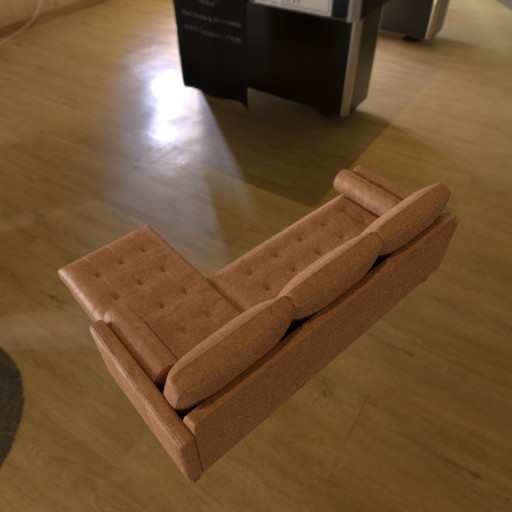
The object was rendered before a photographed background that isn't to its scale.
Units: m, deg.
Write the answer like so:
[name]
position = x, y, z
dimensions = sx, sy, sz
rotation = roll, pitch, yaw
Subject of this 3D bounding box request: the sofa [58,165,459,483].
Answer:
[sofa]
position = 0.000, 0.000, 2.844
dimensions = 2.178, 0.876, 1.506
rotation = -33, 54, -27
